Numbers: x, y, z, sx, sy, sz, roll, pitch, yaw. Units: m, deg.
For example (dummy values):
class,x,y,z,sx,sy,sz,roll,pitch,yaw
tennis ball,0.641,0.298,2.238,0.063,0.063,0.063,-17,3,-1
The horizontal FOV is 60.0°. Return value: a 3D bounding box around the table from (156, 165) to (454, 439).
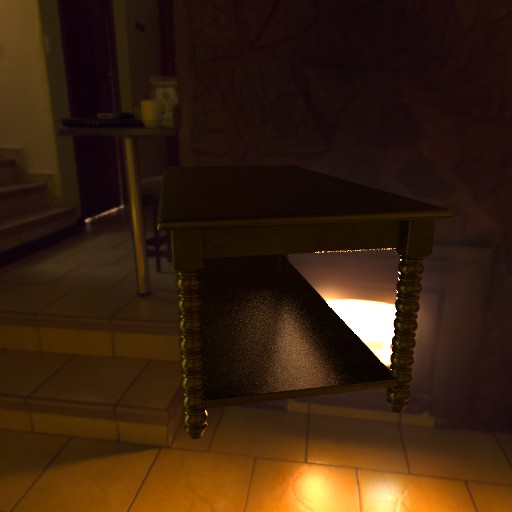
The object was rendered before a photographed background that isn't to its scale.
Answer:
class,x,y,z,sx,sy,sz,roll,pitch,yaw
table,0.000,0.000,1.438,0.580,0.487,1.171,-3,16,-11
